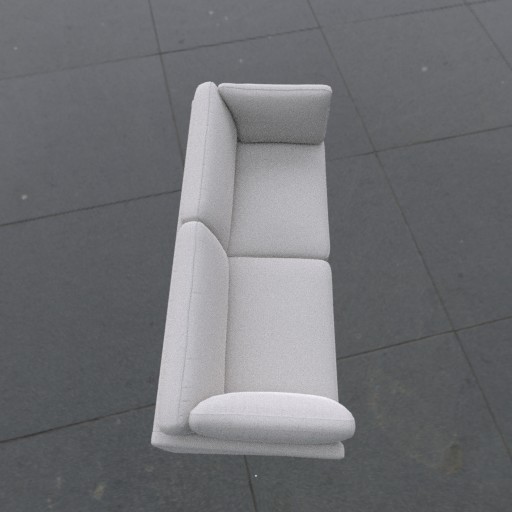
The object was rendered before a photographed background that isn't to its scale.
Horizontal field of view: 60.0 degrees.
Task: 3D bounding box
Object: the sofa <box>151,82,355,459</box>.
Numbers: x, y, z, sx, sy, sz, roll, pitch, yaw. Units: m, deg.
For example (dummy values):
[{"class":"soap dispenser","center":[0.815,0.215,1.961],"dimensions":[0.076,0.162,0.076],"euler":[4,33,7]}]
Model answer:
[{"class":"sofa","center":[0.000,0.000,2.771],"dimensions":[0.957,0.863,2.301],"euler":[1,64,1]}]
